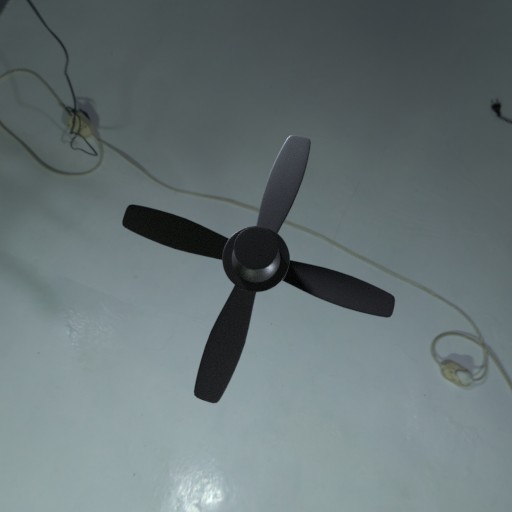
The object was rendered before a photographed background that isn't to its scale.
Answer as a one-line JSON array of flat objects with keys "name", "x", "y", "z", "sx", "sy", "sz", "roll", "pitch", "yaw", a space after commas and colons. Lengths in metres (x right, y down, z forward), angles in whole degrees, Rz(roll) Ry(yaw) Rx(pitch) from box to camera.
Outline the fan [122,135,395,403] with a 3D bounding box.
[{"name": "fan", "x": 0.000, "y": 0.000, "z": 2.526, "sx": 1.694, "sy": 0.382, "sz": 1.694, "roll": 19, "pitch": 78, "yaw": 4}]
